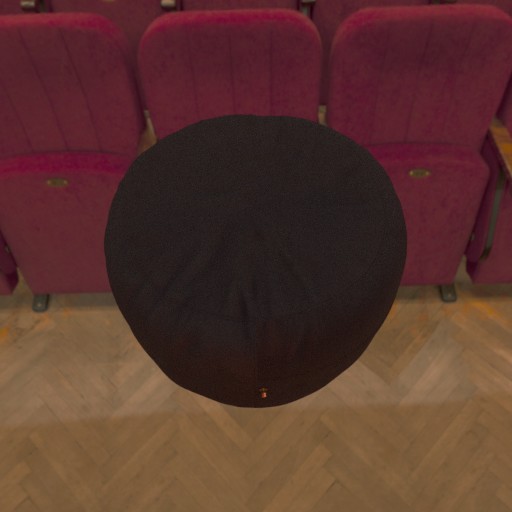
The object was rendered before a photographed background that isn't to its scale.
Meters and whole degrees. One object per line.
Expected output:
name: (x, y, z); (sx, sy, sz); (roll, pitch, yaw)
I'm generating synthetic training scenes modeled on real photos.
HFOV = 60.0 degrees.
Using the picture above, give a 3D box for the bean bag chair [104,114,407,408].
bean bag chair: (0.000, 0.000, 1.950); (1.219, 0.762, 1.219); (0, 57, 0)
